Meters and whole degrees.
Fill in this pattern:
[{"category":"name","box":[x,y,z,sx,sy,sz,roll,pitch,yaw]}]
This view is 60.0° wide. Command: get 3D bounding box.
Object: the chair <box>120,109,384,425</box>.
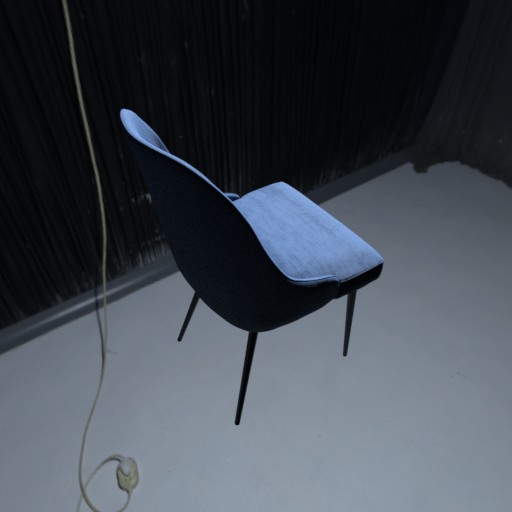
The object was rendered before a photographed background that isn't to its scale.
[{"category":"chair","box":[0.000,0.000,1.227,0.559,0.896,0.478,-25,48,-25]}]
